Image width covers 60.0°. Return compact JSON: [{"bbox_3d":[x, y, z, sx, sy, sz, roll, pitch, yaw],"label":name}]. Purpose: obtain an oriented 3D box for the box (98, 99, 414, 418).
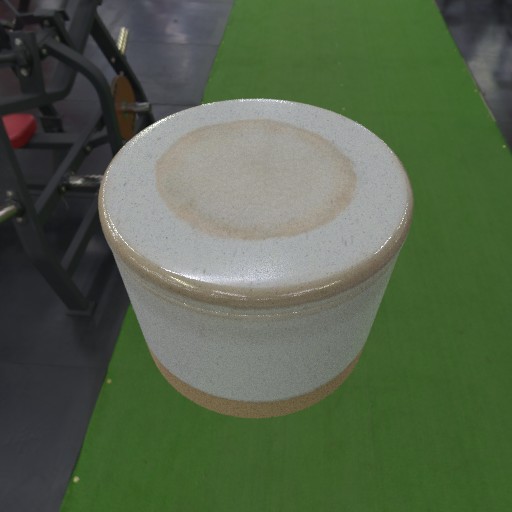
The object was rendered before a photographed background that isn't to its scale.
[{"bbox_3d":[0.000,0.000,0.263,0.154,0.123,0.154,0,47,0],"label":"box"}]
